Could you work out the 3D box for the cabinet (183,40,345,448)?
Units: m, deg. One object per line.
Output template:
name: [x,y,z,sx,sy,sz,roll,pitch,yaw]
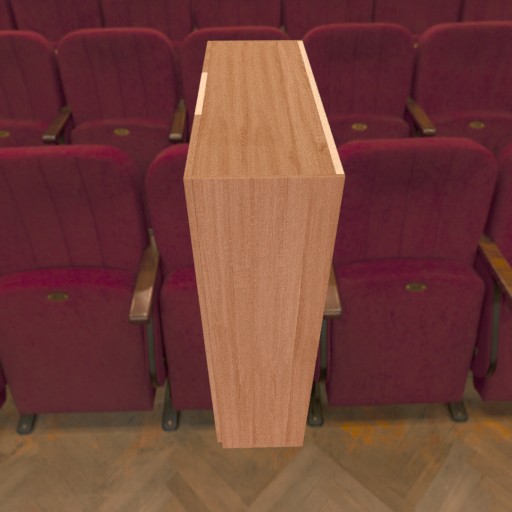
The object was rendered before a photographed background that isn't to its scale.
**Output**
cabinet: [0.000,0.000,2.814,0.590,2.120,1.500,-1,43,-1]
